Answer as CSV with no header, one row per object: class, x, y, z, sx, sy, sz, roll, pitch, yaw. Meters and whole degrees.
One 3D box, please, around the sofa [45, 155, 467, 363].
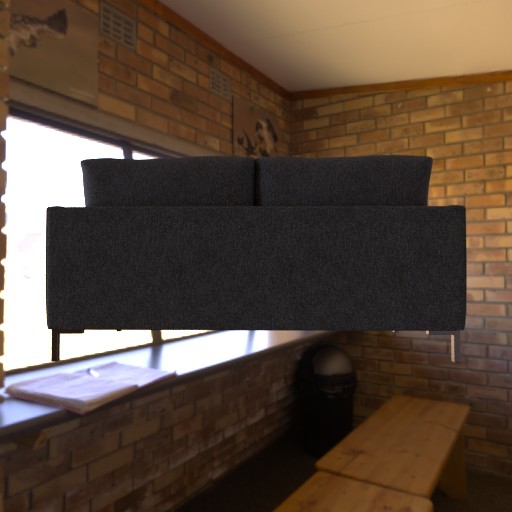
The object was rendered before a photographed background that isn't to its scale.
sofa,0.000,0.000,2.191,1.716,0.862,0.866,0,-1,1
